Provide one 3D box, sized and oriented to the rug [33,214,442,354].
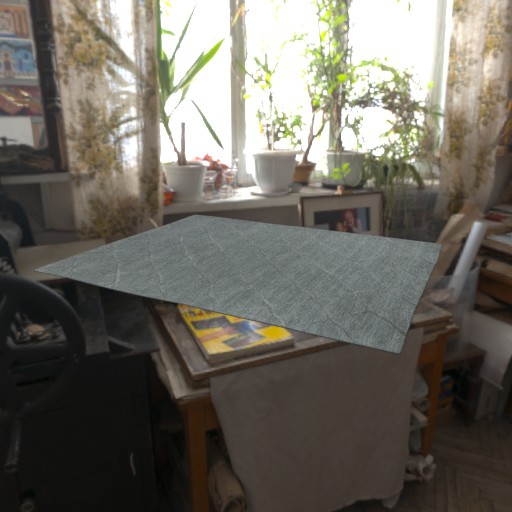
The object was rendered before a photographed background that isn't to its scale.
[{"bbox_3d":[0.000,0.000,4.128,3.048,0.013,2.438,9,20,26],"label":"rug"}]
